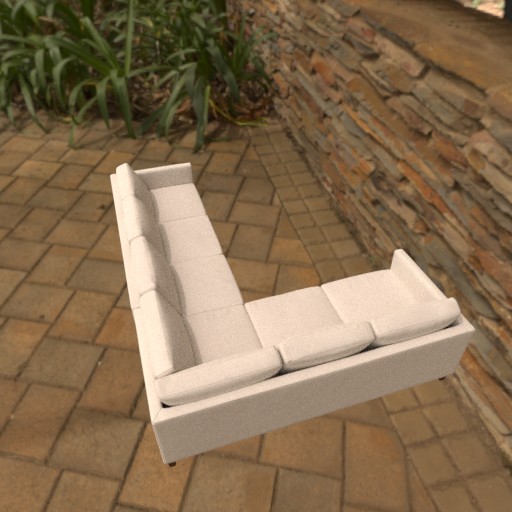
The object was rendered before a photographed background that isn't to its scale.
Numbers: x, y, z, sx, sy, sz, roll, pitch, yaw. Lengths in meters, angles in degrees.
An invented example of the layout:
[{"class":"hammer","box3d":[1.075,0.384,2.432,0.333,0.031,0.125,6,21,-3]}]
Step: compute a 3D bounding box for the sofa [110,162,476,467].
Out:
[{"class":"sofa","box3d":[0.000,0.000,4.312,2.432,0.863,3.182,-12,42,-14]}]
